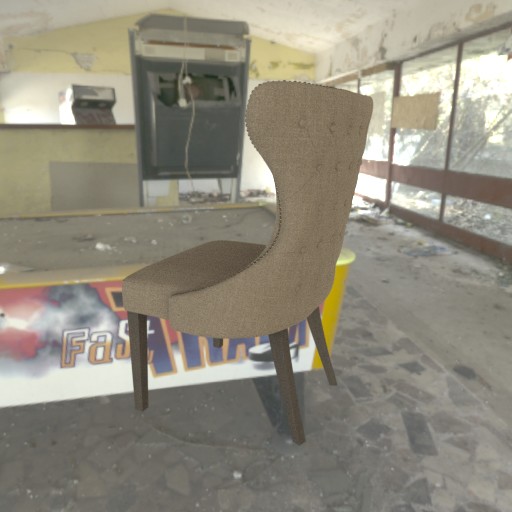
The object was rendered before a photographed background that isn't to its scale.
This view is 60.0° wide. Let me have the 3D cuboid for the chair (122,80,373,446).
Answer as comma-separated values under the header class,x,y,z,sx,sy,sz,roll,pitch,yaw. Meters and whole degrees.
class,x,y,z,sx,sy,sz,roll,pitch,yaw
chair,0.000,0.000,1.388,0.635,0.967,0.628,7,17,25
